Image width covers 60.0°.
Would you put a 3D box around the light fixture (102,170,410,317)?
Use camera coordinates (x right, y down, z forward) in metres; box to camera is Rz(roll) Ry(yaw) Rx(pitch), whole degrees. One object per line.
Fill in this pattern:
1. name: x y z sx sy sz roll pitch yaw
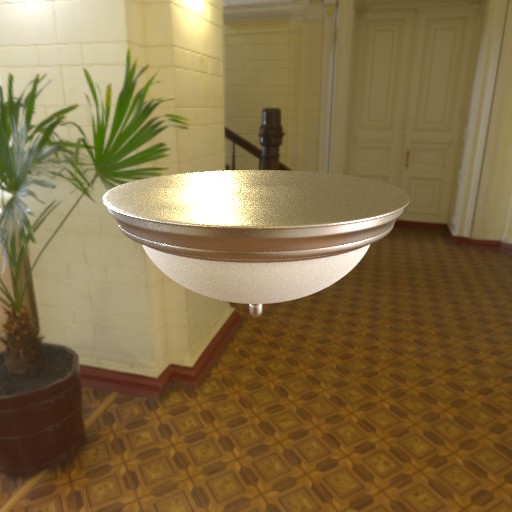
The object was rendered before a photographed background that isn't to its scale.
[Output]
1. light fixture: 0.000 0.000 0.445 0.280 0.135 0.280 0 18 0
